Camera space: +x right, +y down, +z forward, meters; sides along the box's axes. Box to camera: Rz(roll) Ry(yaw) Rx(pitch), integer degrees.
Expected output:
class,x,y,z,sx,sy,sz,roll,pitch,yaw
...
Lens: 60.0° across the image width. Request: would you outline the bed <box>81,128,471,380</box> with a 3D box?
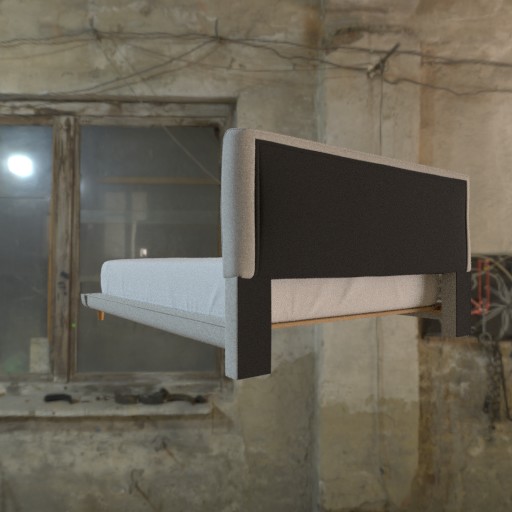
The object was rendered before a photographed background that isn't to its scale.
class,x,y,z,sx,sy,sz,roll,pitch,yaw
bed,0.000,0.000,3.458,1.980,1.126,2.498,0,-1,-36
